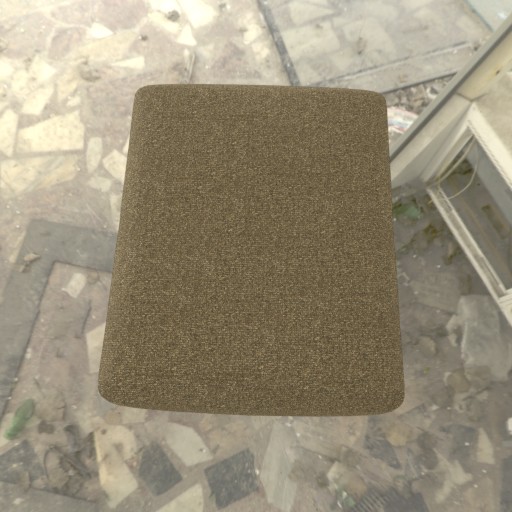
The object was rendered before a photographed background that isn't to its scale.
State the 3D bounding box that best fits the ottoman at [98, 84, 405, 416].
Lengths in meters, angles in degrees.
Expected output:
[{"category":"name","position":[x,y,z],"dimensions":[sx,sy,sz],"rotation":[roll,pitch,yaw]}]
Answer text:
[{"category":"ottoman","position":[0.000,0.000,1.106],"dimensions":[0.598,0.476,0.742],"rotation":[2,73,1]}]
